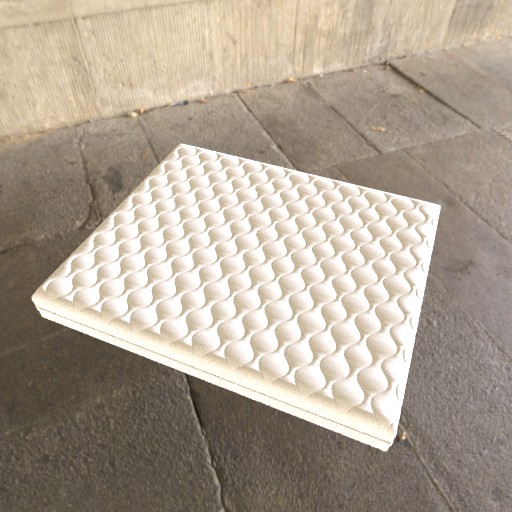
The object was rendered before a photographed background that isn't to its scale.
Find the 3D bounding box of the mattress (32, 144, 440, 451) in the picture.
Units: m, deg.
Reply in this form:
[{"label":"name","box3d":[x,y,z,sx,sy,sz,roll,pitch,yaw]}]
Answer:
[{"label":"mattress","box3d":[0.000,0.000,2.622,1.900,0.200,1.600,17,48,15]}]
